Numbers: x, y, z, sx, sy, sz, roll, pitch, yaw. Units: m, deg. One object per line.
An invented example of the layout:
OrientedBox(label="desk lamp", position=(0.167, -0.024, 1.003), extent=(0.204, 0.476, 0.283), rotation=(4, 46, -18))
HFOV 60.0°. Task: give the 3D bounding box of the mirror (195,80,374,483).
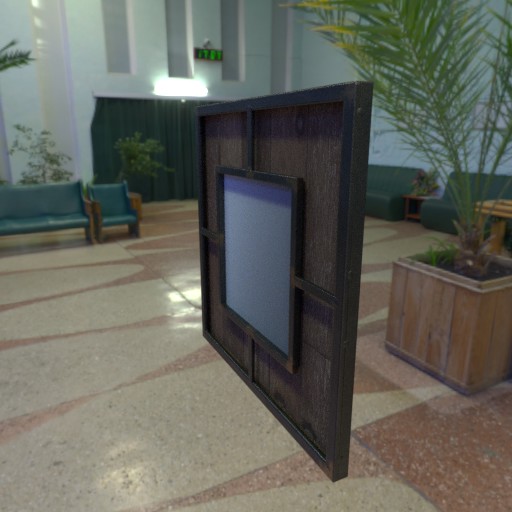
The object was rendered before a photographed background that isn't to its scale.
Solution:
OrientedBox(label="mirror", position=(0.000, 0.000, 0.566), extent=(0.020, 0.381, 0.382), rotation=(-8, 17, -26))
